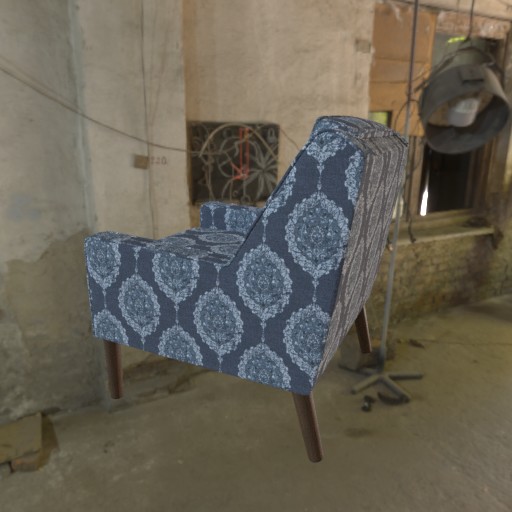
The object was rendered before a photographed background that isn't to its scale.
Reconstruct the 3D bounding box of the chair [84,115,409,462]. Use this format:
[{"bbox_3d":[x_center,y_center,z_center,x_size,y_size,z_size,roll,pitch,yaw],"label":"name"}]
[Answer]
[{"bbox_3d":[0.000,0.000,1.324,0.743,0.792,0.663,7,18,24],"label":"chair"}]
